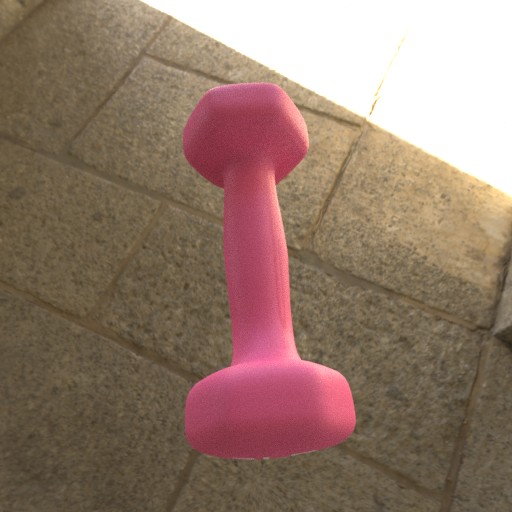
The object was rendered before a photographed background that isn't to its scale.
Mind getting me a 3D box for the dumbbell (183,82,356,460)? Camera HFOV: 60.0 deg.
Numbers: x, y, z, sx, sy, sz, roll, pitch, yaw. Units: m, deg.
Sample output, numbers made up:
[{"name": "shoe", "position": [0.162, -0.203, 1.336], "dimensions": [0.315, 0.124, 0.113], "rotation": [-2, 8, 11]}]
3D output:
[{"name": "dumbbell", "position": [0.000, 0.000, 0.176], "dimensions": [0.058, 0.053, 0.146], "rotation": [-4, 64, -2]}]
